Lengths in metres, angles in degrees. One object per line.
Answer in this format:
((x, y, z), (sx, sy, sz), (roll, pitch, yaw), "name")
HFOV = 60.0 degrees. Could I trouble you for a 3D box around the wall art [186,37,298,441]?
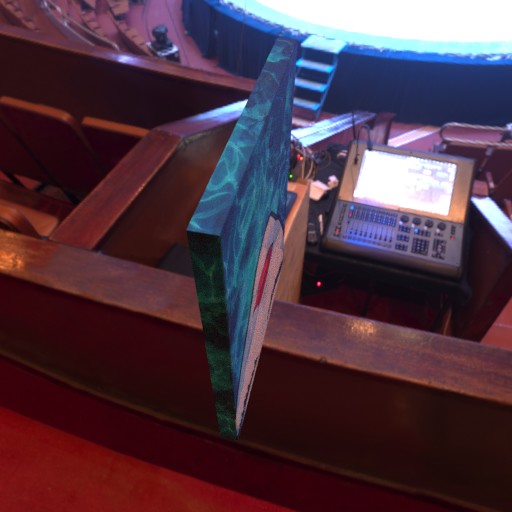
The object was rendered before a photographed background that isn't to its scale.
((0.000, 0.000, 0.880), (0.038, 0.635, 0.508), (10, 49, 9), "wall art")
